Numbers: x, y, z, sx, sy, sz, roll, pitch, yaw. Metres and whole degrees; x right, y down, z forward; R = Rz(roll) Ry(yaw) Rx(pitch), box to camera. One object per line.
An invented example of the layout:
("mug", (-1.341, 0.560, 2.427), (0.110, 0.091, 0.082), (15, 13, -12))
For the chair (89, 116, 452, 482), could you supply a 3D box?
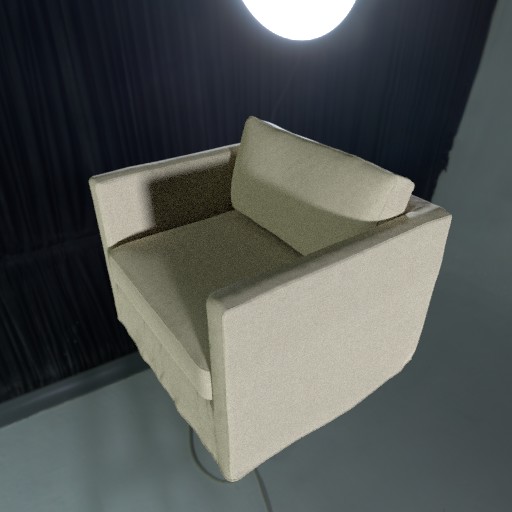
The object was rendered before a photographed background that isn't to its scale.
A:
("chair", (0.000, 0.000, 1.766), (0.949, 0.867, 1.057), (-21, 38, -29))
